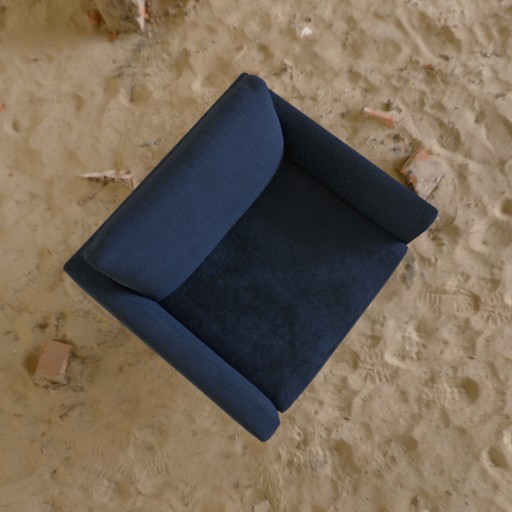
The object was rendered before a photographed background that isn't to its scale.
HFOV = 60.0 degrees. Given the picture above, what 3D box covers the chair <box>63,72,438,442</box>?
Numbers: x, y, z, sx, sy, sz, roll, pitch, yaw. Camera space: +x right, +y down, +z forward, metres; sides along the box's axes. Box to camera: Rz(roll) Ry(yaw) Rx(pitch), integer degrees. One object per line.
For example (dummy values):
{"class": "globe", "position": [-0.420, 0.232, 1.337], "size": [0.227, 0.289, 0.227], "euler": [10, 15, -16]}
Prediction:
{"class": "chair", "position": [0.000, 0.000, 1.654], "size": [0.875, 0.812, 0.964], "euler": [38, 80, 8]}
